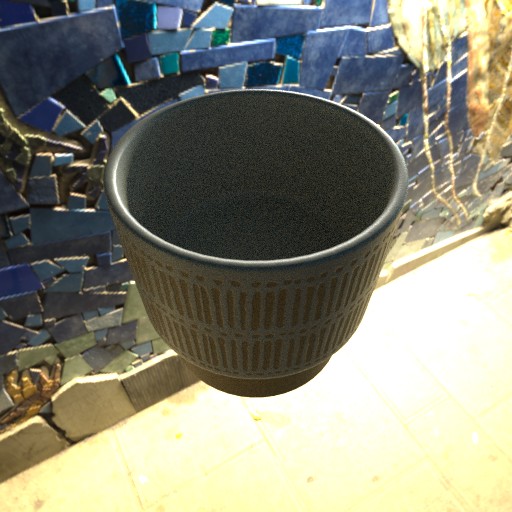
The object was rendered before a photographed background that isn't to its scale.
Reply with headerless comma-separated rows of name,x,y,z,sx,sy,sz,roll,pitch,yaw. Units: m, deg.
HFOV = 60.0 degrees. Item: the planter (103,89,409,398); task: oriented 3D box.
planter,0.000,0.000,0.579,0.317,0.303,0.317,0,47,0
